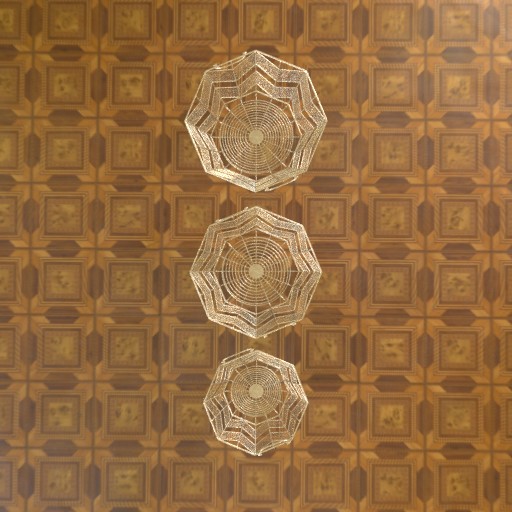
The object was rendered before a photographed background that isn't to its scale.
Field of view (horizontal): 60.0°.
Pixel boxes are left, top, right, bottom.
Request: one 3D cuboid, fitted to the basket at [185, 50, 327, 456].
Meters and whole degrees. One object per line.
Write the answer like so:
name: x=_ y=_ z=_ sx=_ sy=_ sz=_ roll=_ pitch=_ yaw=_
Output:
basket: x=0.000 y=0.000 z=1.422 sx=0.432 sy=0.178 sz=1.246 roll=0 pitch=89 yaw=0
